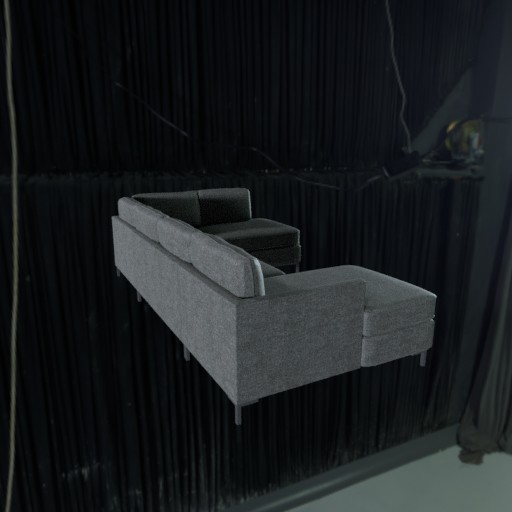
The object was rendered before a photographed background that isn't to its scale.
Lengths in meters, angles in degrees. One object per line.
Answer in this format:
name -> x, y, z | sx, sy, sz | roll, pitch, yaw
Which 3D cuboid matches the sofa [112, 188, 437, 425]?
sofa -> 0.000, 0.000, 4.290 | 2.048, 0.999, 3.423 | -8, 16, -27
